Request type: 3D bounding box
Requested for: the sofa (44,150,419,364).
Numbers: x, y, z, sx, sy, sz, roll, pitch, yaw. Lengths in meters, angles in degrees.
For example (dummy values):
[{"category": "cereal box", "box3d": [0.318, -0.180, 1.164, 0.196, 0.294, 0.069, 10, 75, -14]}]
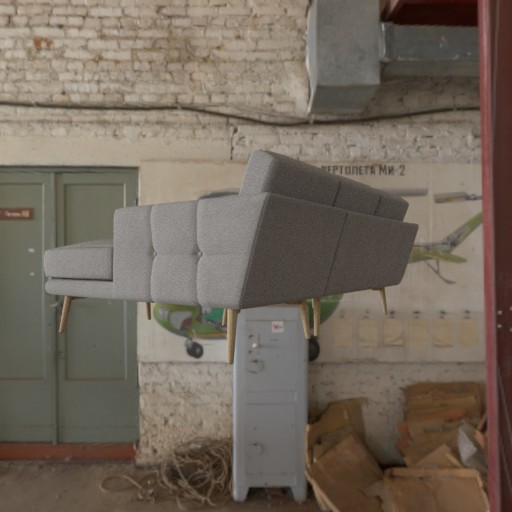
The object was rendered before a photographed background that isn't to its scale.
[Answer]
[{"category": "sofa", "box3d": [0.000, 0.000, 2.873, 1.530, 0.860, 2.040, 0, 0, 35]}]
